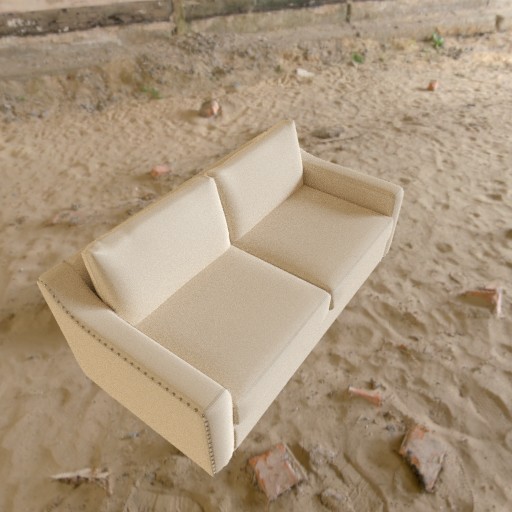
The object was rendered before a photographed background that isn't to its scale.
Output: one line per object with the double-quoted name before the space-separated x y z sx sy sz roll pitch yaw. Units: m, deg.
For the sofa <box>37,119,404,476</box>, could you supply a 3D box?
"sofa" 0.000 0.000 2.352 0.949 0.830 1.812 26 48 26
